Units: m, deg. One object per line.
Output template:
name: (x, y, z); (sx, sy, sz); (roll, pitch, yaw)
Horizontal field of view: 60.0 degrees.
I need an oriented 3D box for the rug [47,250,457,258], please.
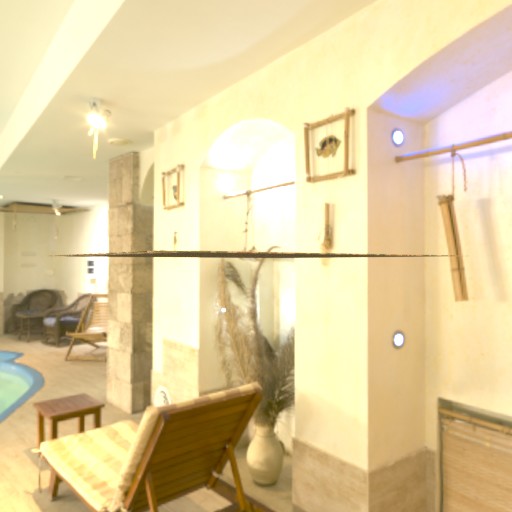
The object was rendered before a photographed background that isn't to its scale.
rug: (0.000, 0.000, 4.054); (3.048, 0.010, 2.438); (1, -1, -38)
